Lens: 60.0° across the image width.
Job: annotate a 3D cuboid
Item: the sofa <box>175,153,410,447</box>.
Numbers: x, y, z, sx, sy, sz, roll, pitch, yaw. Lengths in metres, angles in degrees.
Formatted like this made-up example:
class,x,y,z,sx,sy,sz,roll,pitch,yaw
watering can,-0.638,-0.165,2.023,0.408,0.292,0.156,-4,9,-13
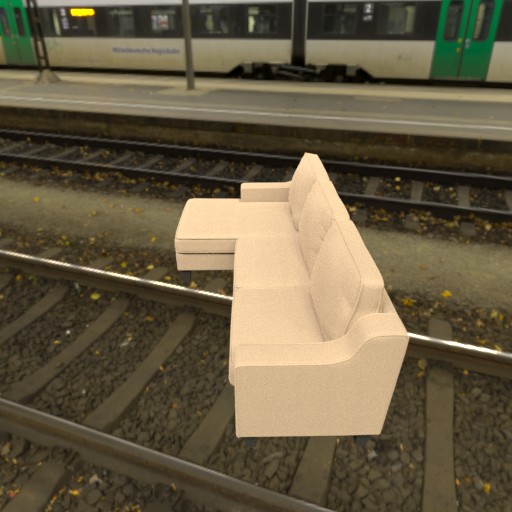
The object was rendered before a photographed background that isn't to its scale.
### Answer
class,x,y,z,sx,sy,sz,roll,pitch,yaw
sofa,0.000,0.000,3.148,1.294,0.928,2.561,0,28,-1
